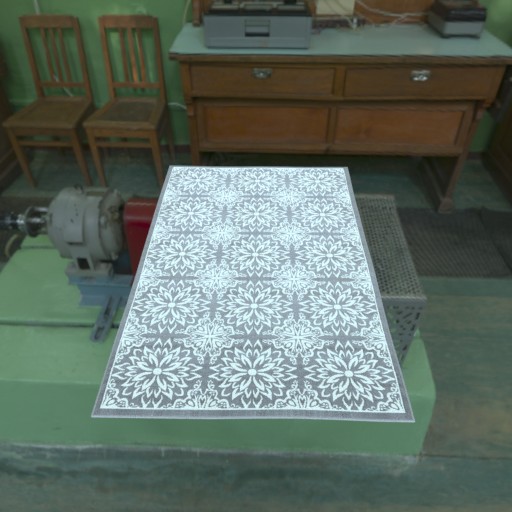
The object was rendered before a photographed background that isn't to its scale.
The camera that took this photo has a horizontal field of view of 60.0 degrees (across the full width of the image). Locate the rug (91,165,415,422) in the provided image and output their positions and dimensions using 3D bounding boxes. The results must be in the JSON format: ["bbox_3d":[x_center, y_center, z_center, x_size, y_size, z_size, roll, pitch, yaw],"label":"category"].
[{"bbox_3d":[0.000,0.000,3.500,1.819,0.018,2.746,1,42,1],"label":"rug"}]
